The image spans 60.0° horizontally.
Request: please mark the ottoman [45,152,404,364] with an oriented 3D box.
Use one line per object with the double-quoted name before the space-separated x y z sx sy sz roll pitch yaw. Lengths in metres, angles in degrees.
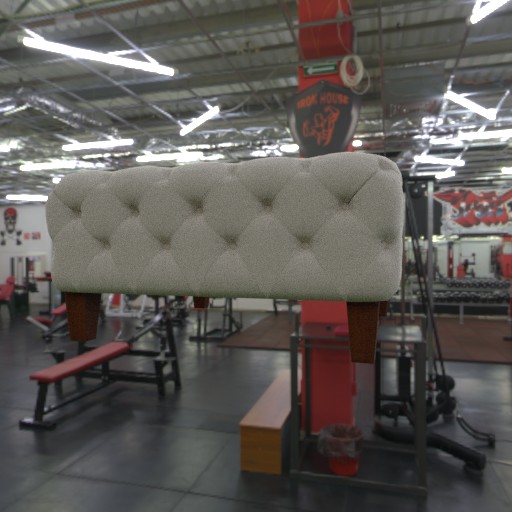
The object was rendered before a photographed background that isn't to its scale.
"ottoman" 0.000 0.000 1.193 0.753 0.376 0.755 0 0 18
